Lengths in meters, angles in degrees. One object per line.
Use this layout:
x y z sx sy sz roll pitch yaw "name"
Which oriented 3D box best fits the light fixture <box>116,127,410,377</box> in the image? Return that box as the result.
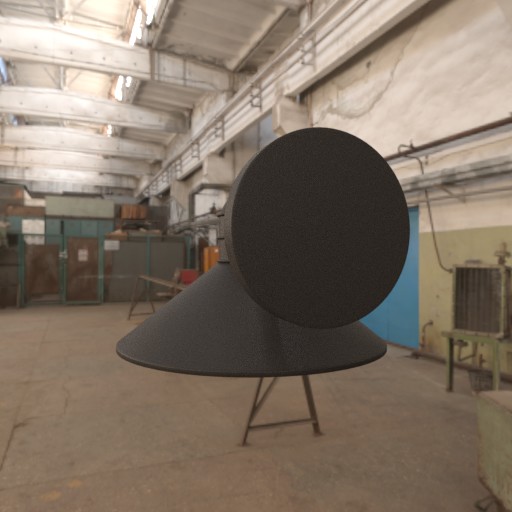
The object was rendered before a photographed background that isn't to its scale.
0.000 0.000 0.660 0.396 0.265 0.434 0 0 -20 "light fixture"
